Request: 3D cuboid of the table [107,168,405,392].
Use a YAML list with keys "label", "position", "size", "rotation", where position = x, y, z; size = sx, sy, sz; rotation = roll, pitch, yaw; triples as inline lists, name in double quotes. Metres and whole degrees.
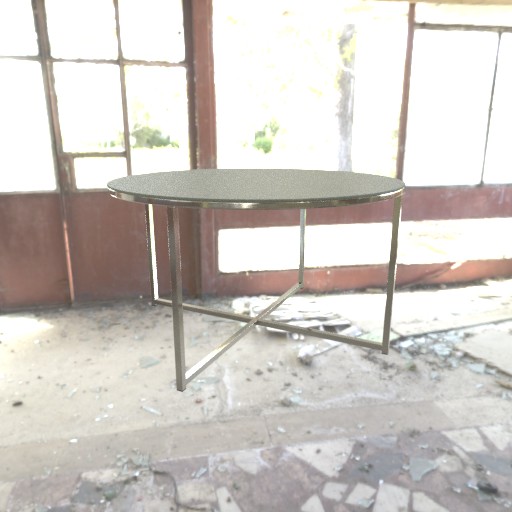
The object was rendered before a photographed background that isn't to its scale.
- label: "table"
  position: [0.000, 0.000, 1.308]
  size: [0.800, 0.450, 0.800]
  rotation: [0, 16, 0]
